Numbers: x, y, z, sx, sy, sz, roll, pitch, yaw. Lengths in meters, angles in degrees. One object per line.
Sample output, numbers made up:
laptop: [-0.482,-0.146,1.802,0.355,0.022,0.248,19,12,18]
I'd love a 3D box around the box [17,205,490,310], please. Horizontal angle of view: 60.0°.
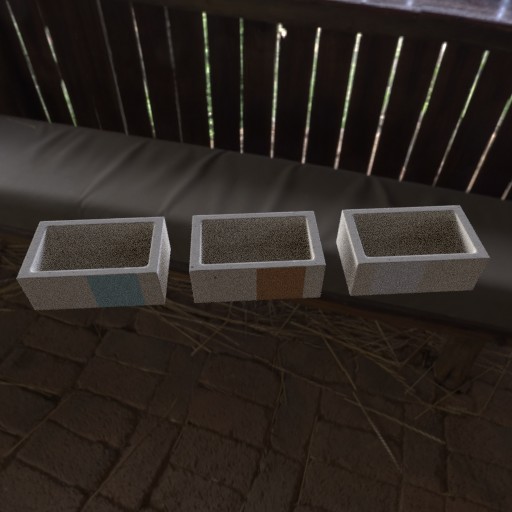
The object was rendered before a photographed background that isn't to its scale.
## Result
box: [0.000,0.000,0.476,0.461,0.051,0.082,-2,47,-2]
